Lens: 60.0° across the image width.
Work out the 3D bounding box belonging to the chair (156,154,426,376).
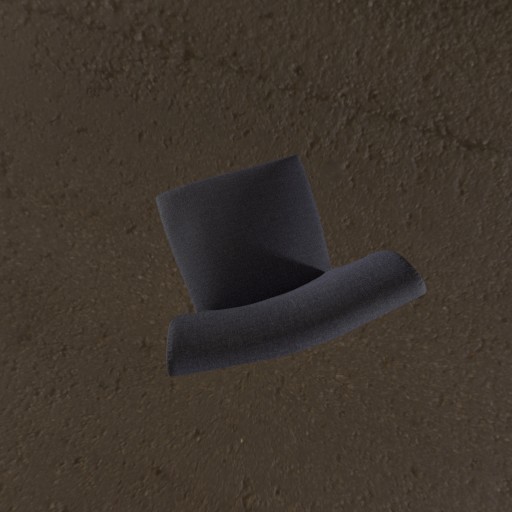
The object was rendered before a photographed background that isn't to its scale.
[{"bbox_3d":[0.000,0.000,1.341,0.513,0.988,0.608,-17,77,-4],"label":"chair"}]
